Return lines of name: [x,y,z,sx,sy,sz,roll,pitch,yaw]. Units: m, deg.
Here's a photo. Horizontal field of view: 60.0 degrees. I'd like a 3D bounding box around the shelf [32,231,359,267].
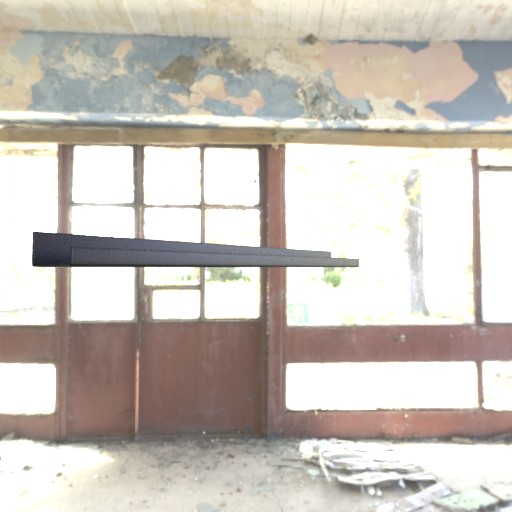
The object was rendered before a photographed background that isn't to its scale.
shelf: [0.000,0.000,0.952,0.092,0.049,0.924,-1,-2,35]
